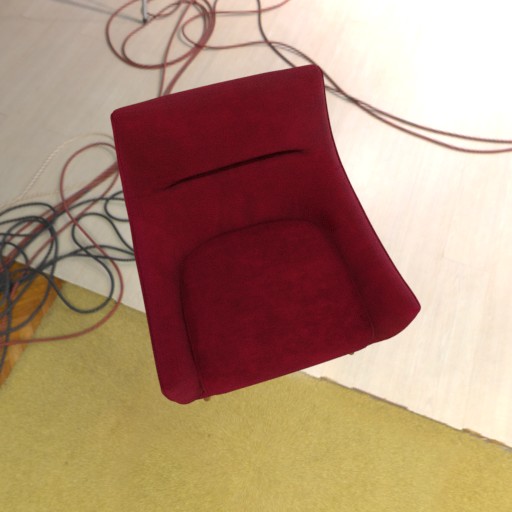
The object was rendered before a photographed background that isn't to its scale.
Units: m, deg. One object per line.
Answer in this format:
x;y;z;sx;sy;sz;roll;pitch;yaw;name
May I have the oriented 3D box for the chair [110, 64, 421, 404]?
0.000;0.000;1.478;0.762;0.838;0.787;-16;66;-7;chair
